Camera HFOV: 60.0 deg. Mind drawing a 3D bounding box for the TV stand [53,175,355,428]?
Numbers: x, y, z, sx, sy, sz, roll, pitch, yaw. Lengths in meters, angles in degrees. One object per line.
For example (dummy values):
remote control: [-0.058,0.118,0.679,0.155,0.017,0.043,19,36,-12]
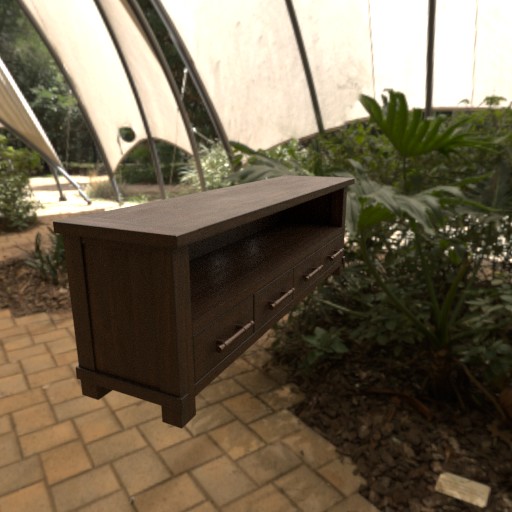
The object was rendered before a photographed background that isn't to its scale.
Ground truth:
TV stand: [0.000,0.000,2.136,0.471,0.615,1.866,7,17,25]
